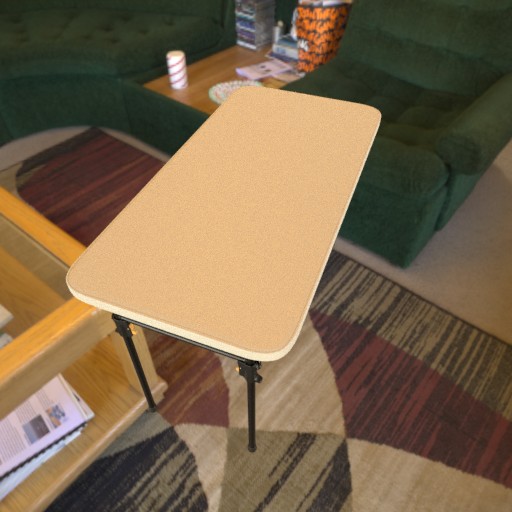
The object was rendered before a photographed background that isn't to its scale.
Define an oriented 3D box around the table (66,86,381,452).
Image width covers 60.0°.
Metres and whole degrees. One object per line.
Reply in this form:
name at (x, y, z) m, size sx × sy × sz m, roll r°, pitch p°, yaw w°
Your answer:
table at (0.000, 0.000, 1.677) m, size 0.610 × 0.729 × 1.219 m, roll 16°, pitch 48°, yaw 15°
